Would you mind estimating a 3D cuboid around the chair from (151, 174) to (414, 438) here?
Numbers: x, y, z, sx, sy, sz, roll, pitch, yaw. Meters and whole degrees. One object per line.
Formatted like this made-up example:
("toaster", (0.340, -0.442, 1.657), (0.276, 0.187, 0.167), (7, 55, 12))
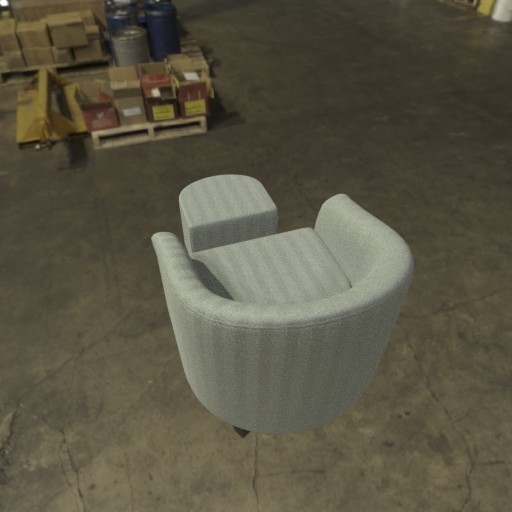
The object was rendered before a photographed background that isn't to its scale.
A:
("chair", (0.000, 0.000, 1.738), (0.756, 0.757, 1.288), (-13, 44, -14))
